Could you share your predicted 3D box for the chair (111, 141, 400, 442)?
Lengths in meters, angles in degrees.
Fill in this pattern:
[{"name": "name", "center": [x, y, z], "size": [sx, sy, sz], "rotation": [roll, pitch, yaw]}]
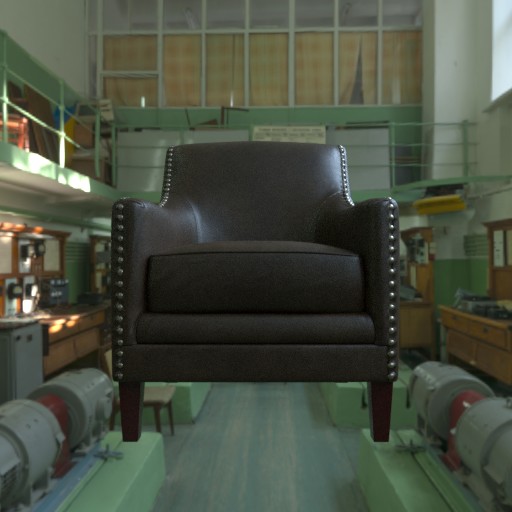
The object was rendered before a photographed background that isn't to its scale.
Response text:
[{"name": "chair", "center": [0.000, 0.000, 1.289], "size": [0.639, 0.813, 0.704], "rotation": [0, 0, 0]}]
